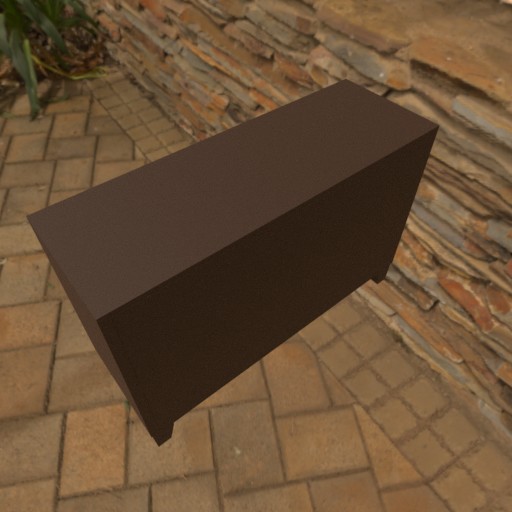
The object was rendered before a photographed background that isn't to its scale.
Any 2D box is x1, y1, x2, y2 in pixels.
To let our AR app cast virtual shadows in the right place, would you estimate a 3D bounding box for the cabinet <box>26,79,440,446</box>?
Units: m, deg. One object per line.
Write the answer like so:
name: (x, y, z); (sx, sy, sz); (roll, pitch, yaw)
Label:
cabinet: (0.000, 0.000, 1.845); (1.396, 0.914, 0.482); (-31, 55, -25)
